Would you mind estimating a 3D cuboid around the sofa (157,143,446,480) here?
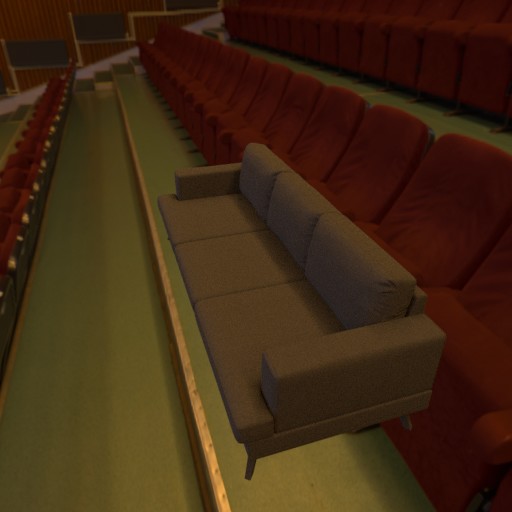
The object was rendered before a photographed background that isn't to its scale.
[{"bbox_3d":[0.000,0.000,2.713,0.920,0.810,2.310,-10,33,-15],"label":"sofa"}]
